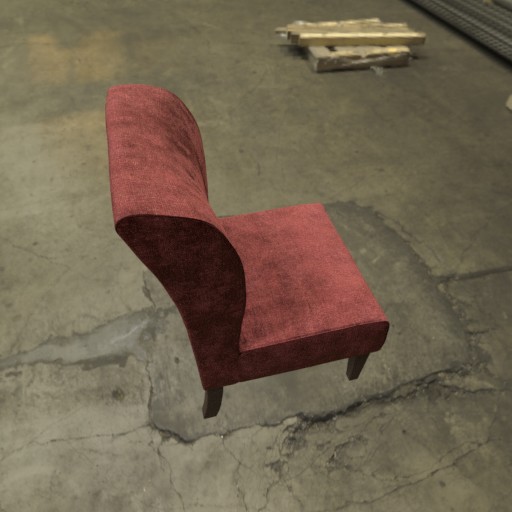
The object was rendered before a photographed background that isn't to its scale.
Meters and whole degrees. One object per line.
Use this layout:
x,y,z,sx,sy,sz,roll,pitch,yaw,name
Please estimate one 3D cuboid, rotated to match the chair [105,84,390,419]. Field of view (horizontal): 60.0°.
0.000,0.000,1.256,0.640,0.846,0.538,-10,46,-10,chair
